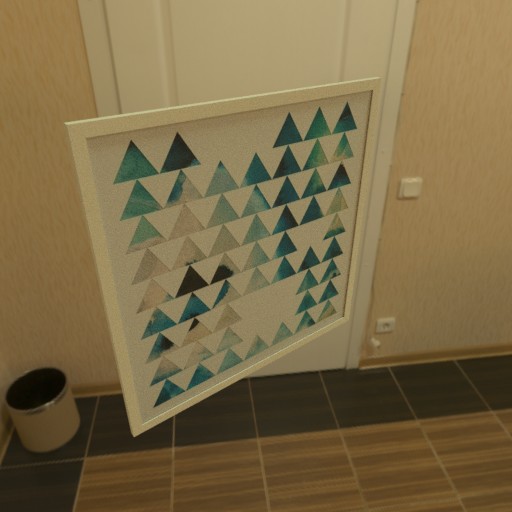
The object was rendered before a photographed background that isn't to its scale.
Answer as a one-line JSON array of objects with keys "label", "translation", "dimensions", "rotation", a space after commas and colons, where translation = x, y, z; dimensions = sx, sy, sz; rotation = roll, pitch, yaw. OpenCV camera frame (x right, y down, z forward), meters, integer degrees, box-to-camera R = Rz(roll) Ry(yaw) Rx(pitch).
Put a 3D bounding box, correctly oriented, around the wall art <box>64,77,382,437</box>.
[{"label": "wall art", "translation": [0.000, 0.000, 0.805], "dimensions": [0.557, 0.557, 0.012], "rotation": [-21, 36, -31]}]
